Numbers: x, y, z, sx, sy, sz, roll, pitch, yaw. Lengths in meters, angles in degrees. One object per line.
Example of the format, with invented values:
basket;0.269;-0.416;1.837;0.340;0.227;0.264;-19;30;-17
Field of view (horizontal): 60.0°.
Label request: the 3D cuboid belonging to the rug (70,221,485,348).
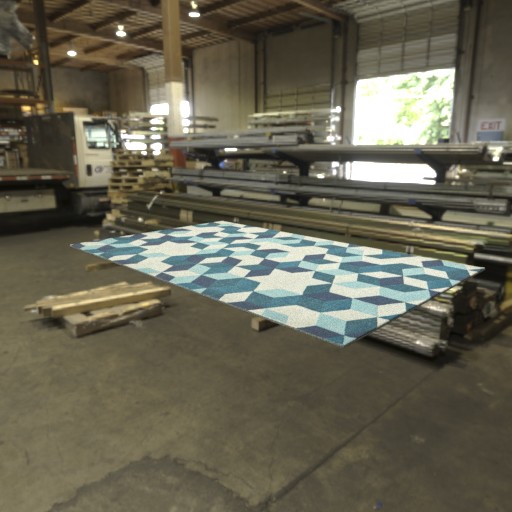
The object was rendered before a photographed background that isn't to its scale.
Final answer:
rug;0.000;0.000;3.015;2.438;0.015;1.518;14;20;43
